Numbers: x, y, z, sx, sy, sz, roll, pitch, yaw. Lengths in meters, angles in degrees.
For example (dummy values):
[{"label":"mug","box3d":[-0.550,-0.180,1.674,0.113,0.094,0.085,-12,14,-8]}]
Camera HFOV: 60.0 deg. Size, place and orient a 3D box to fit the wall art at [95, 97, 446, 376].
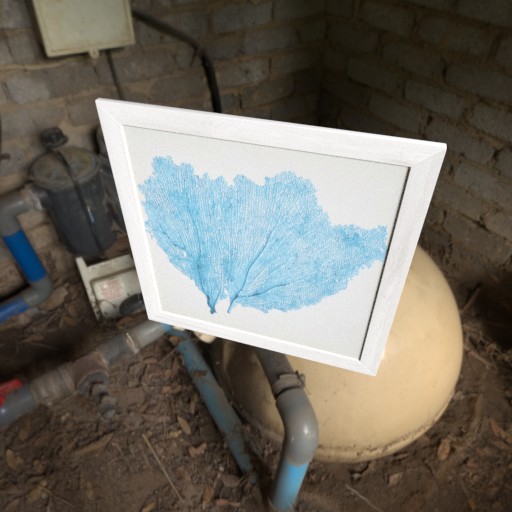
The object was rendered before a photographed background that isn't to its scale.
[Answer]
[{"label":"wall art","box3d":[0.000,0.000,0.905,0.584,0.584,0.013,12,43,13]}]
